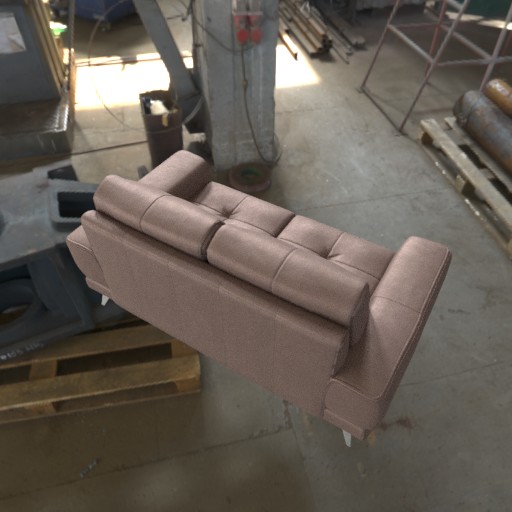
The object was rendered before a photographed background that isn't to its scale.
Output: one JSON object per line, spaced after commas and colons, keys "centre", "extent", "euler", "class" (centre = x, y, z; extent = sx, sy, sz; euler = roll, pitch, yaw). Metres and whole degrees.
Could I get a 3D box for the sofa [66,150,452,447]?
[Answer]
{"centre": [0.000, 0.000, 2.360], "extent": [1.806, 0.907, 1.018], "euler": [24, 51, 21], "class": "sofa"}
